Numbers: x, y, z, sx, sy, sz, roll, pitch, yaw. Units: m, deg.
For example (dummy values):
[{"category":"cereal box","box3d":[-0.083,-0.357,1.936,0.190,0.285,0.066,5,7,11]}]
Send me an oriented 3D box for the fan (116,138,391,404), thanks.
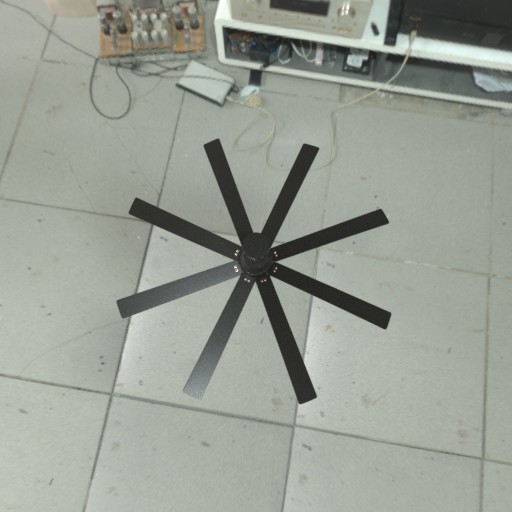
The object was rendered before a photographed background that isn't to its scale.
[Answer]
[{"category":"fan","box3d":[0.000,0.000,2.730,1.830,0.472,1.830,-19,76,-5]}]
